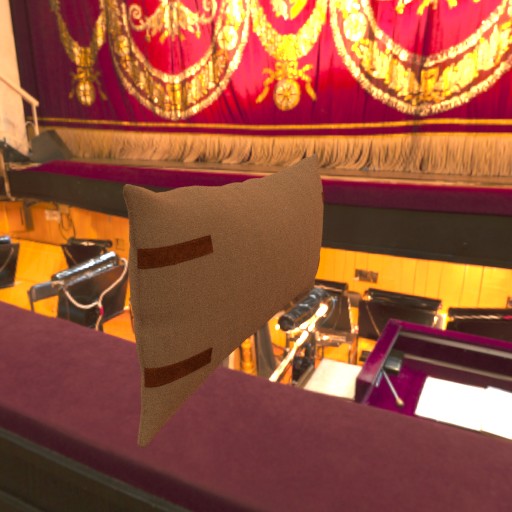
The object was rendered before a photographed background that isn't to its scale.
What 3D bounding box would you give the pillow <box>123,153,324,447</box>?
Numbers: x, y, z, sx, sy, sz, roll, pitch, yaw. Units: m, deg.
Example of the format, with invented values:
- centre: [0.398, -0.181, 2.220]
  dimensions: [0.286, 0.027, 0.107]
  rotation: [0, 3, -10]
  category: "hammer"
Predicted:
- centre: [0.000, 0.000, 0.736]
  dimensions: [0.148, 0.308, 0.612]
  rotation: [7, 17, 25]
  category: "pillow"
